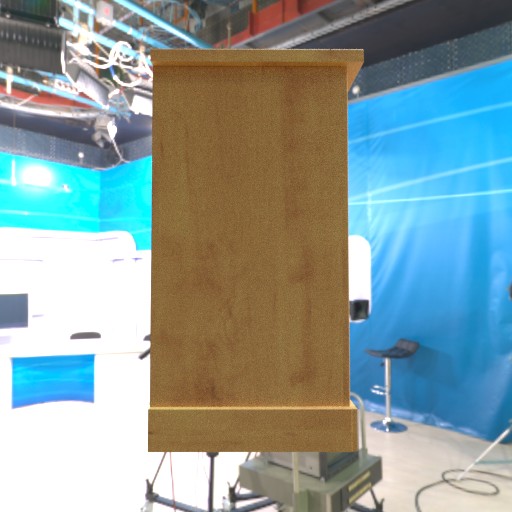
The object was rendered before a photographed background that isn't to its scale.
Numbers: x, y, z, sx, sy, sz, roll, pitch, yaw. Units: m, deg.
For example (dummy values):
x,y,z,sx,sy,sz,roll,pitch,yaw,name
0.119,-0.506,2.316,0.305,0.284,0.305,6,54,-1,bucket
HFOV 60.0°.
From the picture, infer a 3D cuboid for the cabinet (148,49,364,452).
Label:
x,y,z,sx,sy,sz,roll,pitch,yaw,name
0.000,0.000,1.379,0.450,0.840,0.920,0,-2,0,cabinet
